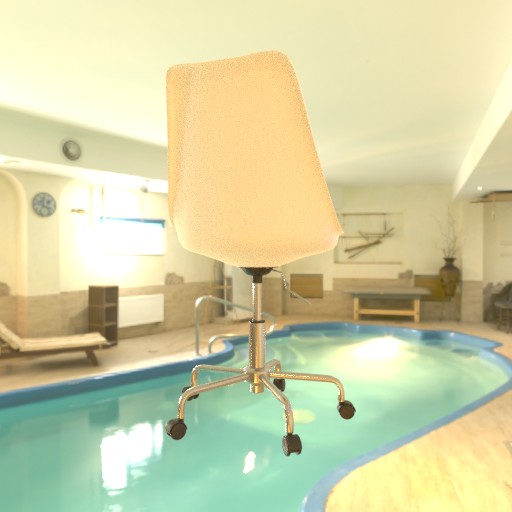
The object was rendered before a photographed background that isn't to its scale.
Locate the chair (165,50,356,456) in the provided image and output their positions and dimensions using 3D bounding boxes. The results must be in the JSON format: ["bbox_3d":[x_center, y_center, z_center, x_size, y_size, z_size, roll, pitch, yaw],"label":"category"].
[{"bbox_3d":[0.000,0.000,1.275,0.550,0.930,0.550,0,1,19],"label":"chair"}]
